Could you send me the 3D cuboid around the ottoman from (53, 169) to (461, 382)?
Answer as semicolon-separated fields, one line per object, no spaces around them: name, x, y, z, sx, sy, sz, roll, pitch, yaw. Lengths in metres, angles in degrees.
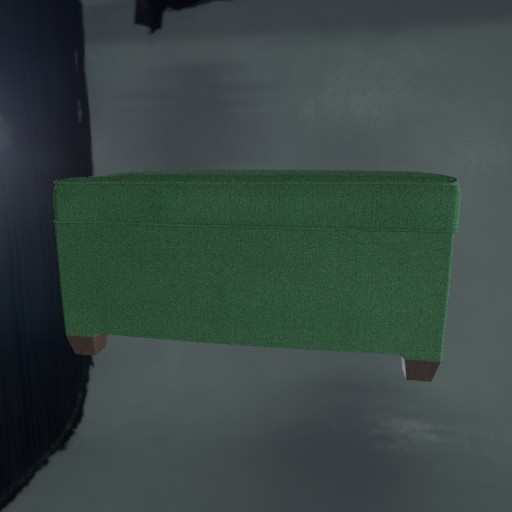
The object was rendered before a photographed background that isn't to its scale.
ottoman;0.000;0.000;1.236;0.957;0.471;0.483;2;12;9
